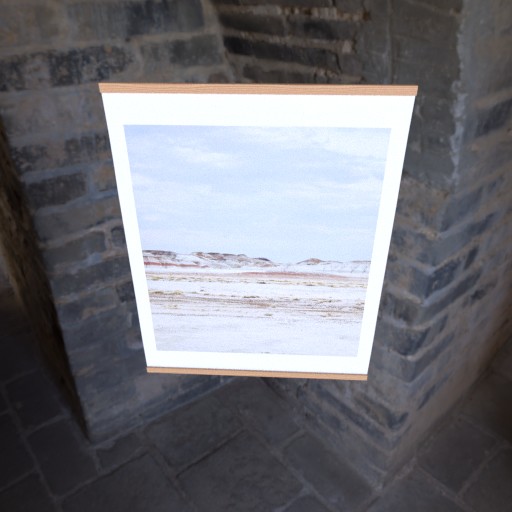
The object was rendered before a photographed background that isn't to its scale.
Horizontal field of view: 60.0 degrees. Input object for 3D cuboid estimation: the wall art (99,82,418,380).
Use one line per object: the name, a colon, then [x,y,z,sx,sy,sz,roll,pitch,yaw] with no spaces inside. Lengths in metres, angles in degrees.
wall art: [0.000,0.000,0.692,0.404,0.507,0.010,1,30,2]
